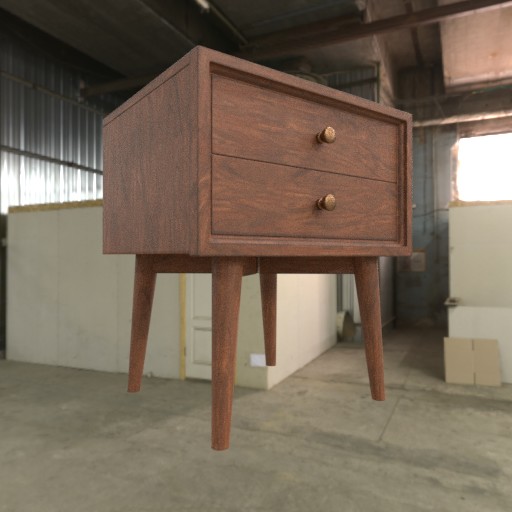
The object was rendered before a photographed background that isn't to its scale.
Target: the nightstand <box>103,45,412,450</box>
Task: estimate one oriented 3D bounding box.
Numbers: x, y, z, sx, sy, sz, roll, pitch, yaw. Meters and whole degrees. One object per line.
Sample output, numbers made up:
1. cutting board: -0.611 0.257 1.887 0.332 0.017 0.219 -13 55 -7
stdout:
1. nightstand: 0.000 0.000 0.961 0.521 0.607 0.445 0 0 -37
